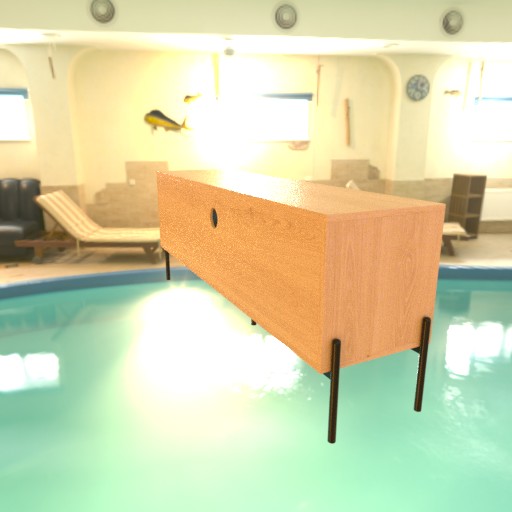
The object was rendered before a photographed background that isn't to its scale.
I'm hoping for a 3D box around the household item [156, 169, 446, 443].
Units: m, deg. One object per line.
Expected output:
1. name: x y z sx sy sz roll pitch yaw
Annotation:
1. household item: 0.000 0.000 1.815 0.400 0.600 1.550 -7 17 -26
